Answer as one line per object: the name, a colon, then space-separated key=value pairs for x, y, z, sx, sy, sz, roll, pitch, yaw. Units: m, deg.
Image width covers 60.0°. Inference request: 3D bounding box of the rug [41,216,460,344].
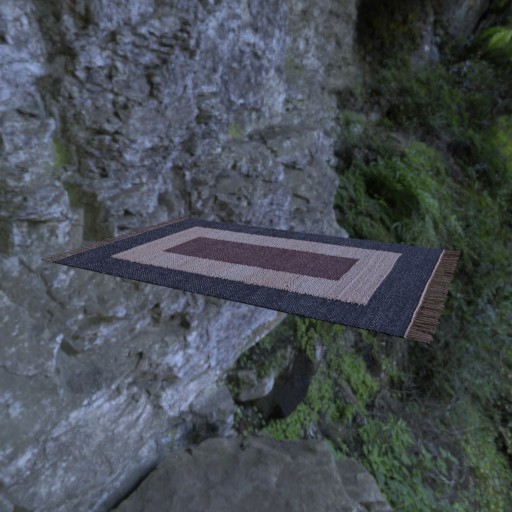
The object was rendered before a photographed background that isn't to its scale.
rug: x=0.000 y=0.000 z=2.470 sx=2.021 sy=0.027 sz=1.224 roll=9 pitch=19 yaw=27
